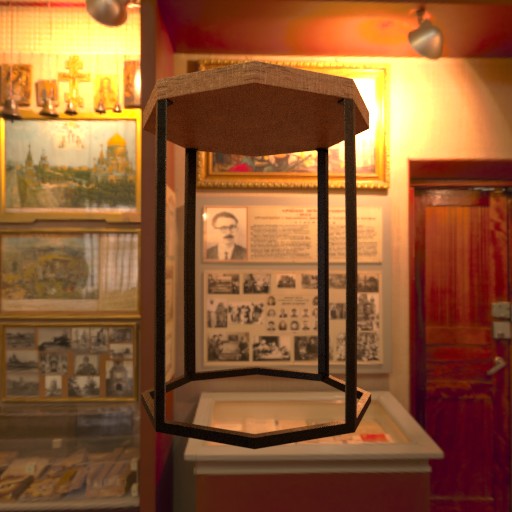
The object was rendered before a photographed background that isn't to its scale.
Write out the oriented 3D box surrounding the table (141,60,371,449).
[{"bbox_3d":[0.000,0.000,0.848,0.437,0.553,0.437,0,-1,1],"label":"table"}]
